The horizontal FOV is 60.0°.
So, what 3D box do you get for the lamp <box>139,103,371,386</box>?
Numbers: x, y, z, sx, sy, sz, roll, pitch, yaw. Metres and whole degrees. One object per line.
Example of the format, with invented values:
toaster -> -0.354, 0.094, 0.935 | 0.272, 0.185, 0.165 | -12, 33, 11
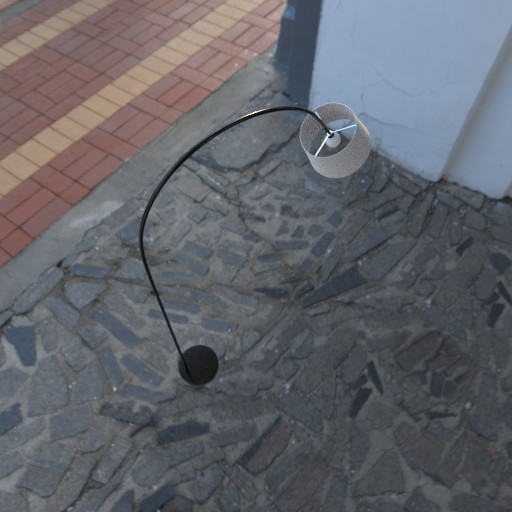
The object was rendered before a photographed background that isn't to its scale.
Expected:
lamp -> 0.000, 0.000, 2.609 | 1.363, 2.104, 0.331 | -32, 63, -19
